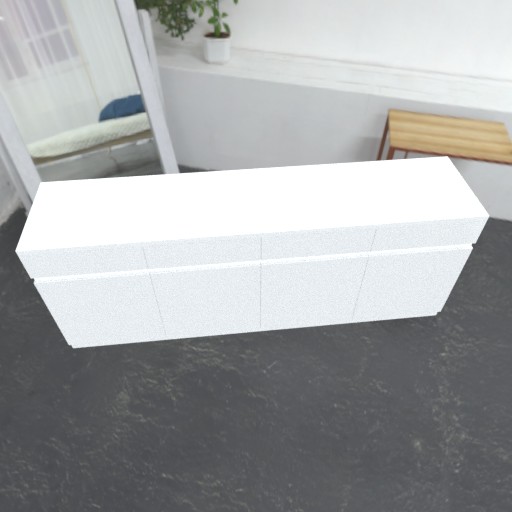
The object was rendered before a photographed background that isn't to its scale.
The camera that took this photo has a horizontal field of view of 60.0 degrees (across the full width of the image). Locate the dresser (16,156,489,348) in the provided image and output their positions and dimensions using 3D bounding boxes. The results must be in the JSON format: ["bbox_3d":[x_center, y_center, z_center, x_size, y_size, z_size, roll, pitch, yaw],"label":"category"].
[{"bbox_3d":[0.000,0.000,2.522,2.200,0.840,0.500,-4,47,-4],"label":"dresser"}]
